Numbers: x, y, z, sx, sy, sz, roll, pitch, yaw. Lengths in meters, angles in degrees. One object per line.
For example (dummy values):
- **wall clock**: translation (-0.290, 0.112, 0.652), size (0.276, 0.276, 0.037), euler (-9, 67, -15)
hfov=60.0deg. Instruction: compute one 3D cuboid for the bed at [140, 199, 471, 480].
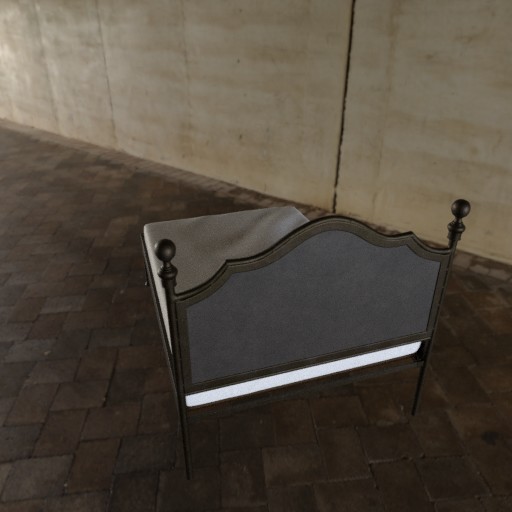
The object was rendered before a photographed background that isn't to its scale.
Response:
- **bed**: translation (0.000, 0.000, 3.179), size (1.533, 1.462, 2.170), euler (-9, 29, -16)
